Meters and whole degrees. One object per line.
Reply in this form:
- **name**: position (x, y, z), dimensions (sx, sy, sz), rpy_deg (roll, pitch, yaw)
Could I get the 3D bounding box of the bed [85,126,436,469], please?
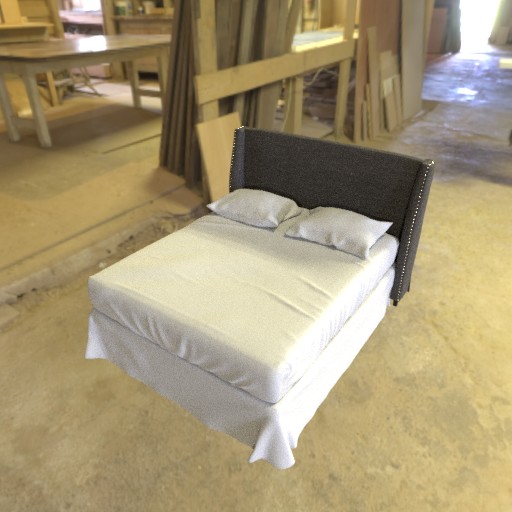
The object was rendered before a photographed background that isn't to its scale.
- **bed**: position (0.000, 0.000, 3.490), dimensions (1.925, 1.332, 2.276), rpy_deg (19, 36, 30)
